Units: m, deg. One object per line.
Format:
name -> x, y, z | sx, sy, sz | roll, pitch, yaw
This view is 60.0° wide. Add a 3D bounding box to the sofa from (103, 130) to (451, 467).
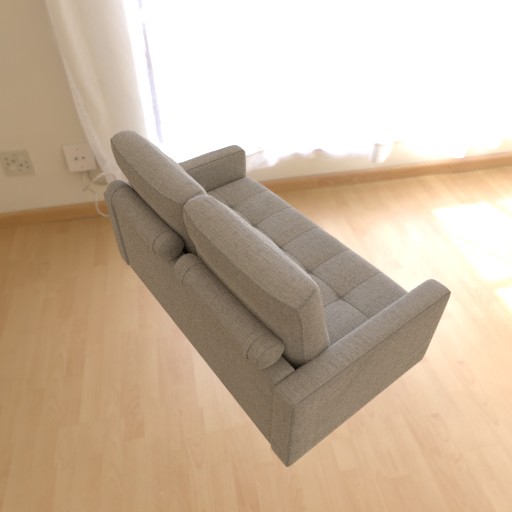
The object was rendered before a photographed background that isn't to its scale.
sofa -> 0.000, 0.000, 1.953 | 0.842, 0.907, 1.407 | -27, 49, -26
